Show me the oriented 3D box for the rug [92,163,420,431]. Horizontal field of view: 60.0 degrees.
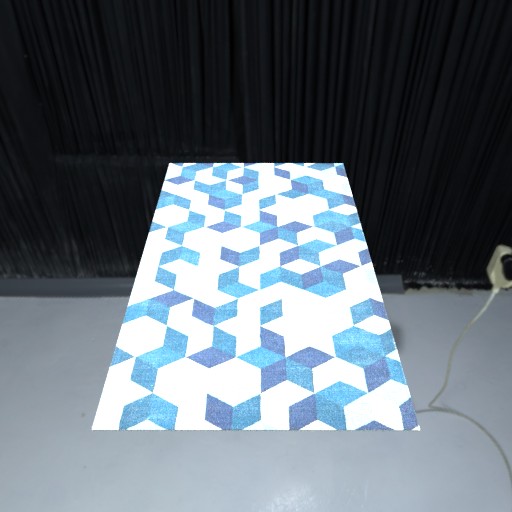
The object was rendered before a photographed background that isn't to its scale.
[{"bbox_3d":[0.000,0.000,2.960,1.518,0.015,2.438,0,41,0],"label":"rug"}]
